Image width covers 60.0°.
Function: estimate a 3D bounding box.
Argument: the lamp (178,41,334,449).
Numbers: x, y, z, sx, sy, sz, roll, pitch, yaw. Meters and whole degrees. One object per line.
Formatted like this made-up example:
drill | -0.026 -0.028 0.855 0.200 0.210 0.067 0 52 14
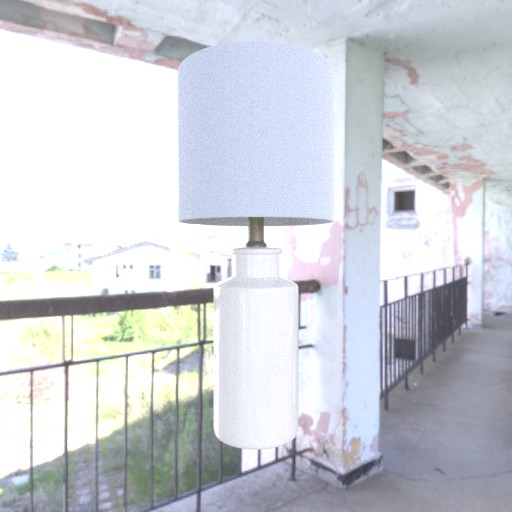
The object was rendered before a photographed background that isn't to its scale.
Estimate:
lamp | 0.000 0.000 0.613 0.212 0.493 0.212 -1 1 -35
